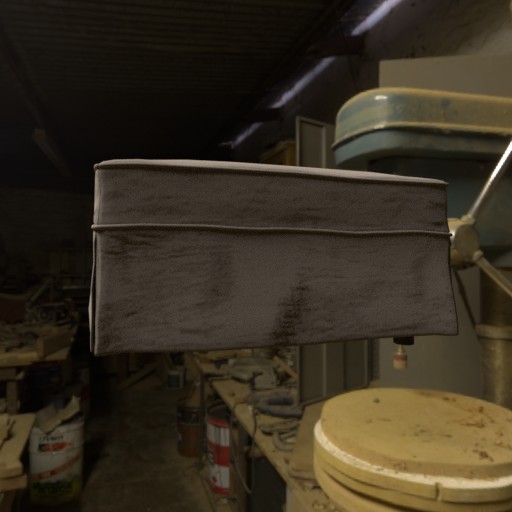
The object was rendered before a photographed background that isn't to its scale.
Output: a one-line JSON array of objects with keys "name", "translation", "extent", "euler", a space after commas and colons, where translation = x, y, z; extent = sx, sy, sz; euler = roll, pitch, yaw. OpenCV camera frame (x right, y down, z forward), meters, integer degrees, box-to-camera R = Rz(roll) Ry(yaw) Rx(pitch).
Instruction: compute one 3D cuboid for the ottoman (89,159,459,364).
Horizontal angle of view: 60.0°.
[{"name": "ottoman", "translation": [0.000, 0.000, 1.340], "extent": [0.944, 0.479, 0.703], "euler": [0, 0, -18]}]
